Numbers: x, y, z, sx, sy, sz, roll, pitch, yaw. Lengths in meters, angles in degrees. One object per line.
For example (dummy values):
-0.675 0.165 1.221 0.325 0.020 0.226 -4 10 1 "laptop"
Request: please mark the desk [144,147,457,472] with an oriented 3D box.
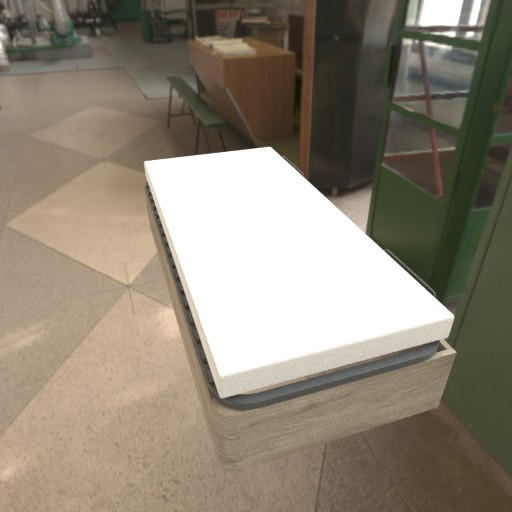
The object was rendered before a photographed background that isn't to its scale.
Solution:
0.000 0.000 2.270 0.900 0.455 1.900 -10 34 -16 "desk"
